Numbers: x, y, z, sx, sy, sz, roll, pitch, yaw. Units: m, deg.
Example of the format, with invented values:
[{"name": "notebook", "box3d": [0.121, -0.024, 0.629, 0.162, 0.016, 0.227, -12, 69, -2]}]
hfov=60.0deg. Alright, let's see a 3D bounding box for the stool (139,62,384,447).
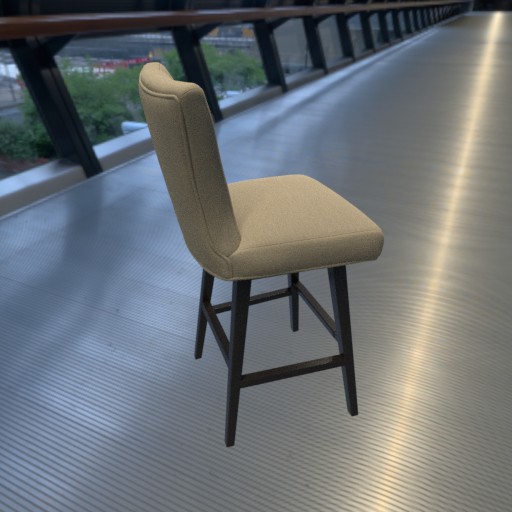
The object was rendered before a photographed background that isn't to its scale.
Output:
[{"name": "stool", "box3d": [0.000, 0.000, 1.381, 0.574, 1.086, 0.514, -10, 30, -17]}]
